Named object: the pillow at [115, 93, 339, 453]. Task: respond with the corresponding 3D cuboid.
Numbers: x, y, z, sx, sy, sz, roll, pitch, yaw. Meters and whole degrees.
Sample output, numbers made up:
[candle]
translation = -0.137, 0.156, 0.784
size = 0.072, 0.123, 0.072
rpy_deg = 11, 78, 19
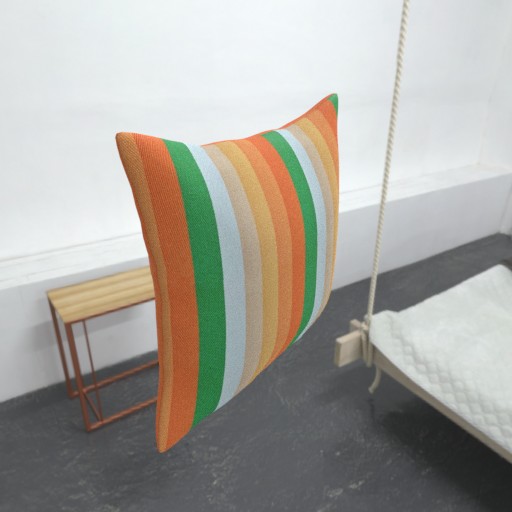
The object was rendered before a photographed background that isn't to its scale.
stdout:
[pillow]
translation = 0.000, 0.000, 0.691
size = 0.169, 0.444, 0.453
rpy_deg = 18, 31, 33
